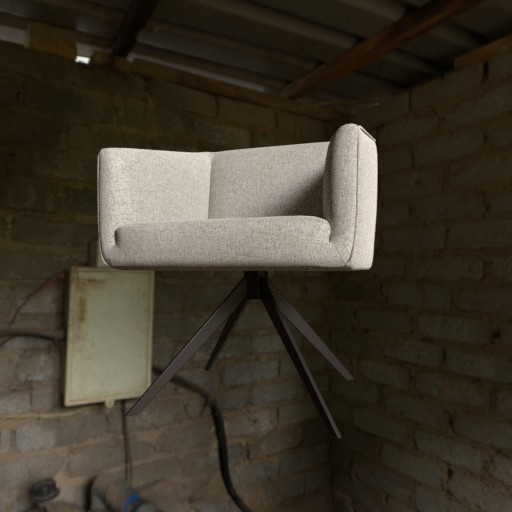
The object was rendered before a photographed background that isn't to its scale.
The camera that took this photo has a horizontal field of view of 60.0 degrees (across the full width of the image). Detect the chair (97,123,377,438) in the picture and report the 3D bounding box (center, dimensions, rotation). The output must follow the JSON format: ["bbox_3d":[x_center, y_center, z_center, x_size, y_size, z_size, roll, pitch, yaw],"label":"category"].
[{"bbox_3d":[0.000,0.000,1.224,0.628,0.760,0.623,-1,-2,18],"label":"chair"}]
